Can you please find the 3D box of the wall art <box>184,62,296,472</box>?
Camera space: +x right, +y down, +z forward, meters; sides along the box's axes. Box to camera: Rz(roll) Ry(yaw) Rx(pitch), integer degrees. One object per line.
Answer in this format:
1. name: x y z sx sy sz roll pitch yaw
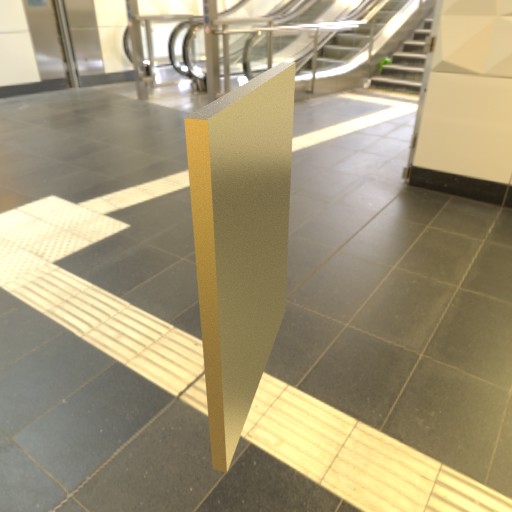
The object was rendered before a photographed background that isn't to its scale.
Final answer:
1. wall art: 0.000 0.000 0.769 0.025 0.569 0.444 8 32 13
